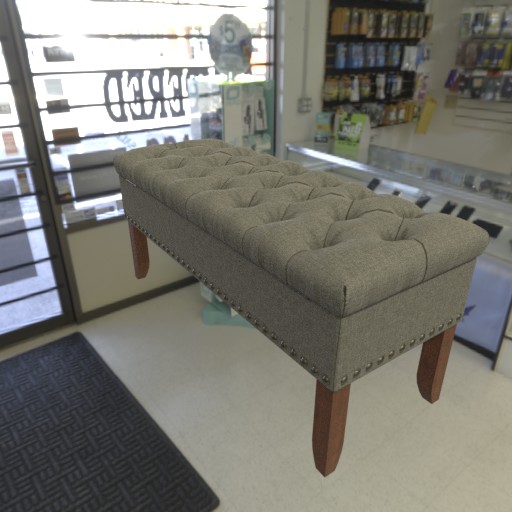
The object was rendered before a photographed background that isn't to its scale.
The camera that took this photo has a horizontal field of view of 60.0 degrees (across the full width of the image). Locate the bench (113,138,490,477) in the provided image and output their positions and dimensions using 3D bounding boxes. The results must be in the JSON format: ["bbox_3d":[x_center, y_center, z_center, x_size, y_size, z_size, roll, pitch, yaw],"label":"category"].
[{"bbox_3d":[0.000,0.000,1.247,0.417,0.470,1.052,-17,31,-31],"label":"bench"}]
